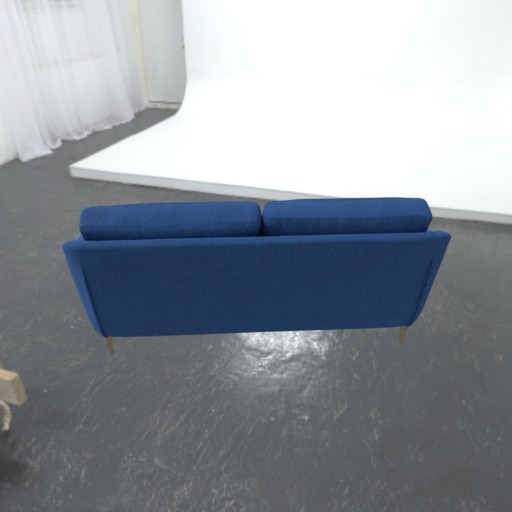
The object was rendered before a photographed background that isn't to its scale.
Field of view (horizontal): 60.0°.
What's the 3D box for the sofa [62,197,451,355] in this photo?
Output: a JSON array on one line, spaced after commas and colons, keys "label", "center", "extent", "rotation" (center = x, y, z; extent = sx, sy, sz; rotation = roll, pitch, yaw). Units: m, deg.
[{"label": "sofa", "center": [0.000, 0.000, 2.622], "extent": [2.036, 0.903, 0.960], "rotation": [-2, 30, -3]}]
